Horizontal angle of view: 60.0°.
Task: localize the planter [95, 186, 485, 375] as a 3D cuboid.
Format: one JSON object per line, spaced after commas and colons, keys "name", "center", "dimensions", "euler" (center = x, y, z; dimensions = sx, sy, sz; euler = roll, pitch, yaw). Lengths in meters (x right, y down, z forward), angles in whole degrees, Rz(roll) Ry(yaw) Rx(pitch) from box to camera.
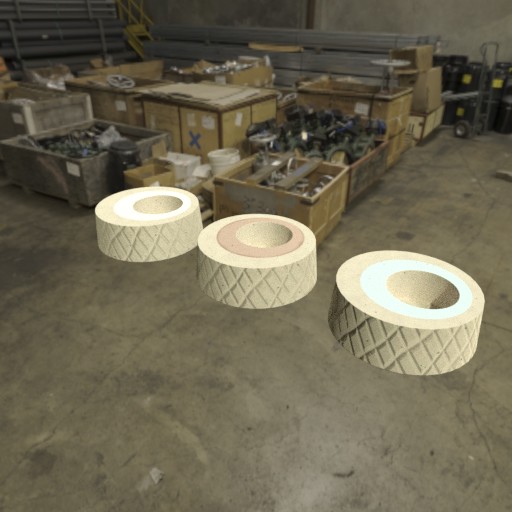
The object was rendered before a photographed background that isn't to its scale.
{"name": "planter", "center": [0.000, 0.000, 0.412], "dimensions": [0.390, 0.038, 0.114], "euler": [18, 34, 29]}
